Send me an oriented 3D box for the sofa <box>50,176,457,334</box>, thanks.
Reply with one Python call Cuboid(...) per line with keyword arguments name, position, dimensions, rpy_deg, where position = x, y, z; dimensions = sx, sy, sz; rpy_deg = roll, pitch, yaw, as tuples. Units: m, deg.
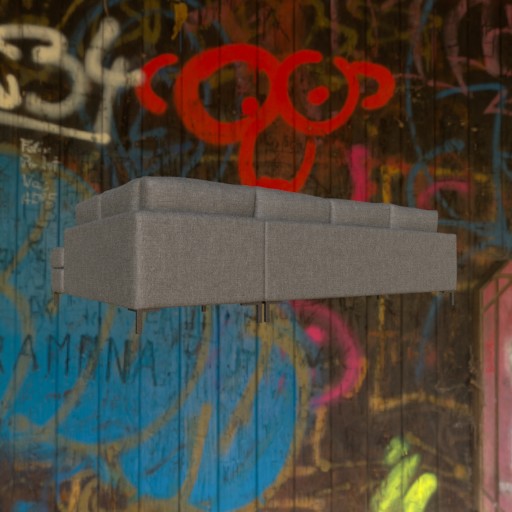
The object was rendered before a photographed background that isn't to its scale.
Cuboid(name="sofa", position=(0.000, 0.000, 3.853), dimensions=(2.972, 0.858, 1.984), rpy_deg=(1, -2, -35))
